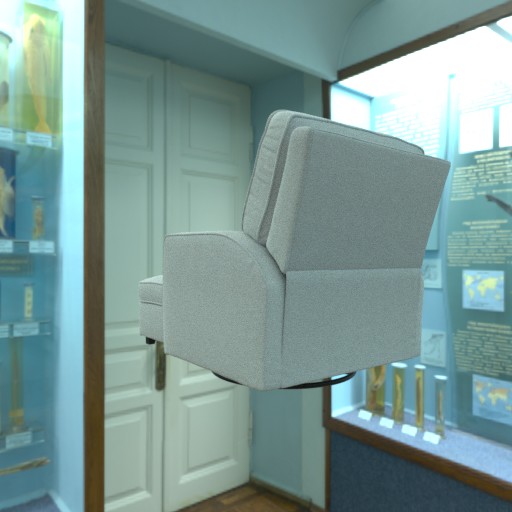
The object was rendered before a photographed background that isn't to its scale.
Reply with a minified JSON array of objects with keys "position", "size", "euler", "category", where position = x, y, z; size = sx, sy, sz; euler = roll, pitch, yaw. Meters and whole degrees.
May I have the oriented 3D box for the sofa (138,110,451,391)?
[{"position":[0.000,0.000,2.039],"size":[0.861,0.959,1.472],"euler":[0,0,-37],"category":"sofa"}]
